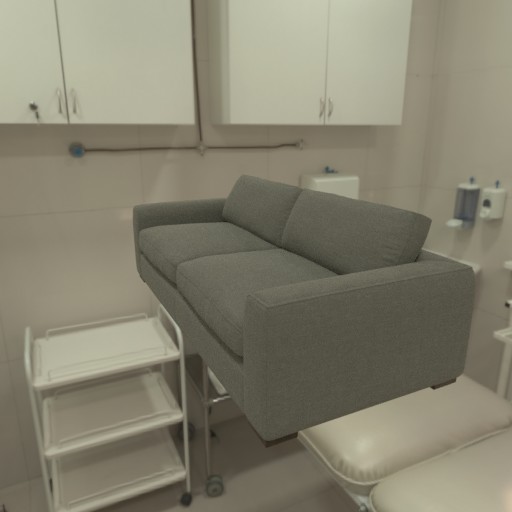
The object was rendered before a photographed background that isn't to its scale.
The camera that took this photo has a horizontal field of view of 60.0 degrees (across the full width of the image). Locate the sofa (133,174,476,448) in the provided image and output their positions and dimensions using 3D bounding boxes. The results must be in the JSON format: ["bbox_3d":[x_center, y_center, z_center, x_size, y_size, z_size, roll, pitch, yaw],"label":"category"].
[{"bbox_3d":[0.000,0.000,2.694,1.070,0.801,2.262,-8,18,-25],"label":"sofa"}]
